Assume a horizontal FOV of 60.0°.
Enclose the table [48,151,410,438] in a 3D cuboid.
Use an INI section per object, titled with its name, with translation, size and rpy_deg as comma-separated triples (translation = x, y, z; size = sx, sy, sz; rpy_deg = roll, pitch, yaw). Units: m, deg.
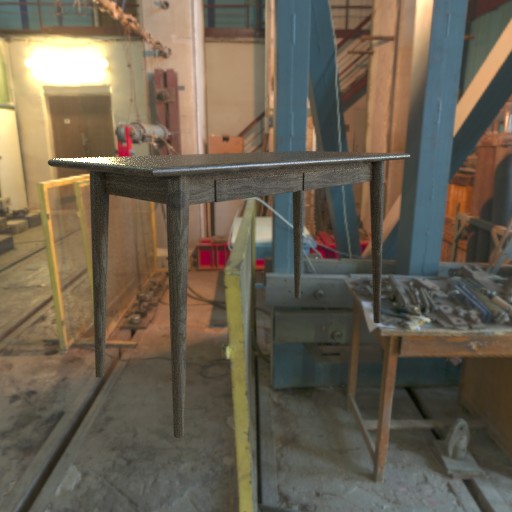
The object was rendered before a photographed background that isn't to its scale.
[table]
translation = 0.000, 0.000, 1.768
size = 0.599, 0.780, 1.300
rpy_deg = 14, 20, 42
